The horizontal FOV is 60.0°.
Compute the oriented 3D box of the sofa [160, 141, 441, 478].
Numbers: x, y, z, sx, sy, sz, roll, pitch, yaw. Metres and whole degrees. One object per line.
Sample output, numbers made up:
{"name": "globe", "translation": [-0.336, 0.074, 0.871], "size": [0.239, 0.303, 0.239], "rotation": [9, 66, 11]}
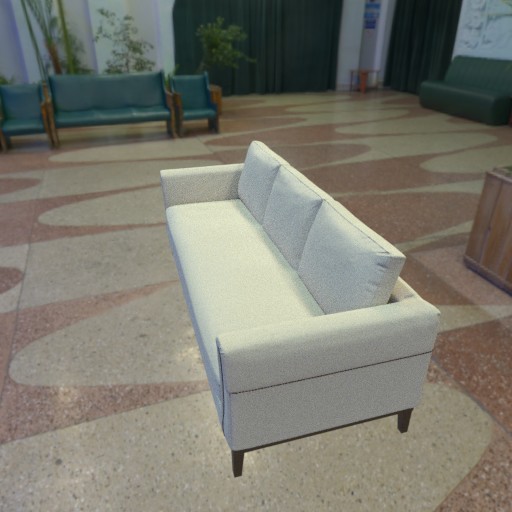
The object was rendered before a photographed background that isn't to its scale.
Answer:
{"name": "sofa", "translation": [0.000, 0.000, 2.655], "size": [0.902, 0.911, 2.198], "rotation": [-8, 29, -14]}
